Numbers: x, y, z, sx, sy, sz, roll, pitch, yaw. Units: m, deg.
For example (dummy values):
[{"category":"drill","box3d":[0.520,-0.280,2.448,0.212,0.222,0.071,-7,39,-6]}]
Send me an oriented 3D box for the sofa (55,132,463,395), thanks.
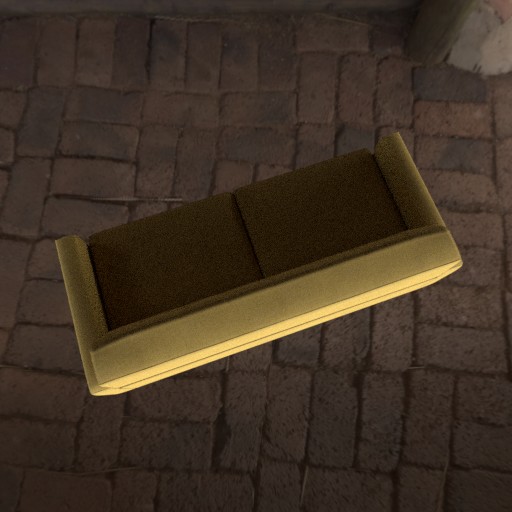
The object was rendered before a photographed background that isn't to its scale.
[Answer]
[{"category":"sofa","box3d":[0.000,0.000,2.522,2.029,0.841,0.909,-18,75,-5]}]
